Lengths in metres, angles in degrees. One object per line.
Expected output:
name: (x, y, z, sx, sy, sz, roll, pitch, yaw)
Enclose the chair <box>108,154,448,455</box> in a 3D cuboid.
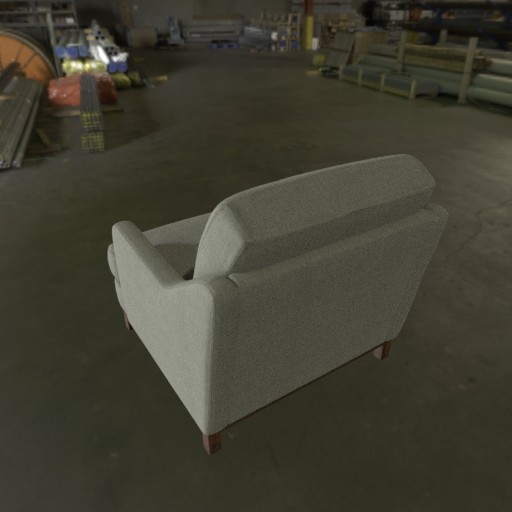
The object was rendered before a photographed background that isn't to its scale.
chair: (0.000, 0.000, 1.555, 0.826, 0.821, 0.892, -18, 35, -29)
